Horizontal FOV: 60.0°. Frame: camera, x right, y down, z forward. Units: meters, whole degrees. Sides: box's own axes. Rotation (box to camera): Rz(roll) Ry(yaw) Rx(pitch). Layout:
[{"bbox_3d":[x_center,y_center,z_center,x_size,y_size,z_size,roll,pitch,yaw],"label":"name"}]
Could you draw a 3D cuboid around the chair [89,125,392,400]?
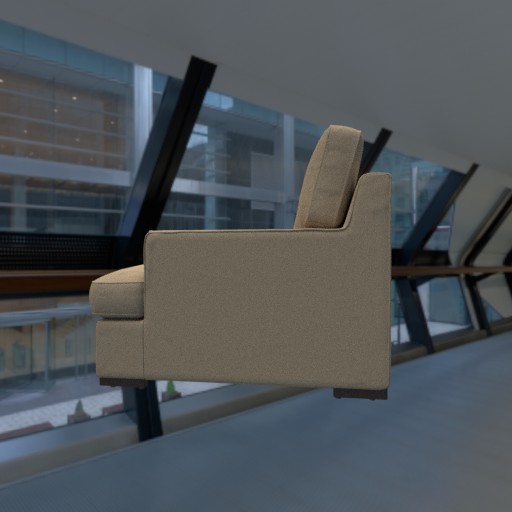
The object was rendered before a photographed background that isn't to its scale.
[{"bbox_3d":[0.000,0.000,2.192,1.274,1.005,1.293,0,0,1],"label":"chair"}]
